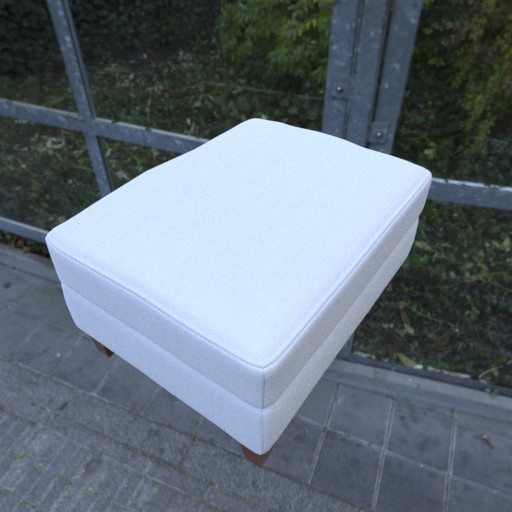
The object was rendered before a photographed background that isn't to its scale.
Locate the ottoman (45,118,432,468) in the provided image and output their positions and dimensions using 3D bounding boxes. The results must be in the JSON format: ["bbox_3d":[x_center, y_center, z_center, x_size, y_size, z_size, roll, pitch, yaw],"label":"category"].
[{"bbox_3d":[0.000,0.000,1.205,0.634,0.479,0.818,25,46,27],"label":"ottoman"}]
